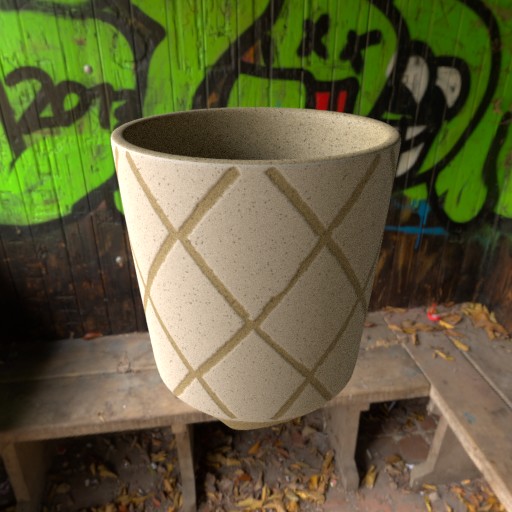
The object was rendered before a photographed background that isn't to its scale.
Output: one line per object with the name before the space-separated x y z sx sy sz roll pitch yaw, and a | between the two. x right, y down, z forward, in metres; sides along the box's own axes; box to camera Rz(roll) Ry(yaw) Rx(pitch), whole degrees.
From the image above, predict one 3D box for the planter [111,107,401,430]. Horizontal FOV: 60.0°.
planter | 0.000 0.000 0.413 0.228 0.235 0.228 0 27 0
